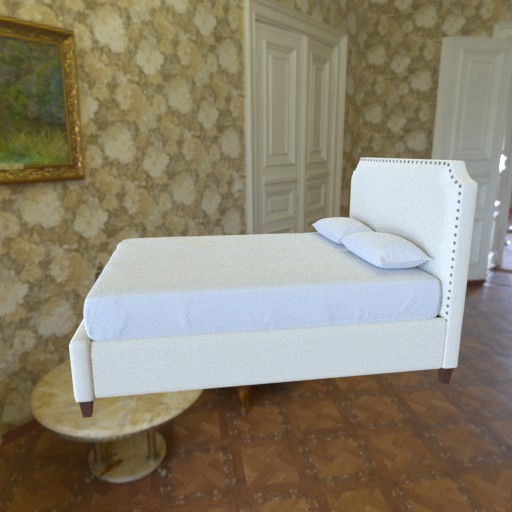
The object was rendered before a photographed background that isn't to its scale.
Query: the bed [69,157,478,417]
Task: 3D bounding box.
[{"bbox_3d":[0.000,0.000,3.315,2.329,1.415,1.703,-2,13,-9],"label":"bed"}]
